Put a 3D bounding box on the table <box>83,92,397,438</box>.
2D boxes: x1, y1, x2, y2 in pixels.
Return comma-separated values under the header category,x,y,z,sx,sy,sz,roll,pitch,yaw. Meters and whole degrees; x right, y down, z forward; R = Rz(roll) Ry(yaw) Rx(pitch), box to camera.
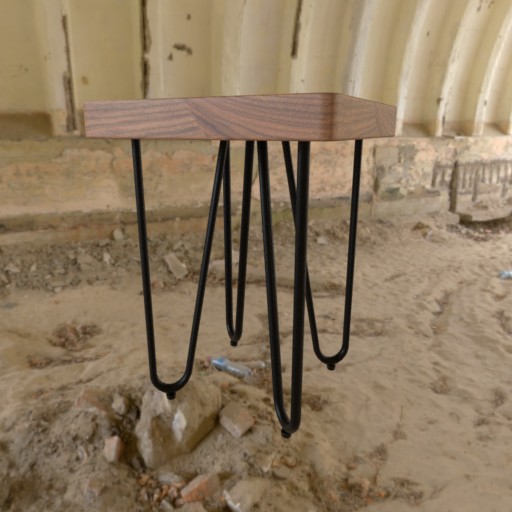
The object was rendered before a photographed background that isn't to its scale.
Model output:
category,x,y,z,sx,sy,sz,roll,pitch,yaw
table,0.000,0.000,0.989,0.480,0.641,0.479,8,18,26
